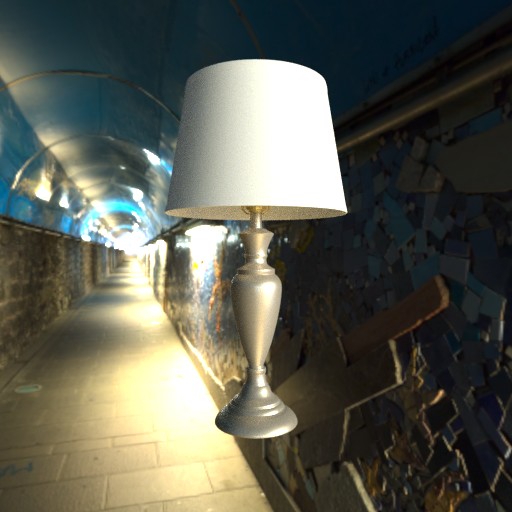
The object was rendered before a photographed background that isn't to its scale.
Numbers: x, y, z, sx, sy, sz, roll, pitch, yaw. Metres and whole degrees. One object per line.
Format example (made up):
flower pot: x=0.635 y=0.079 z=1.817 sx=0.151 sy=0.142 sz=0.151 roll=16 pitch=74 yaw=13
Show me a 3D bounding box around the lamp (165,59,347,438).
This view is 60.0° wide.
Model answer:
lamp: x=0.000 y=0.000 z=0.816 sx=0.328 sy=0.612 sz=0.328 roll=0 pitch=1 yaw=0
